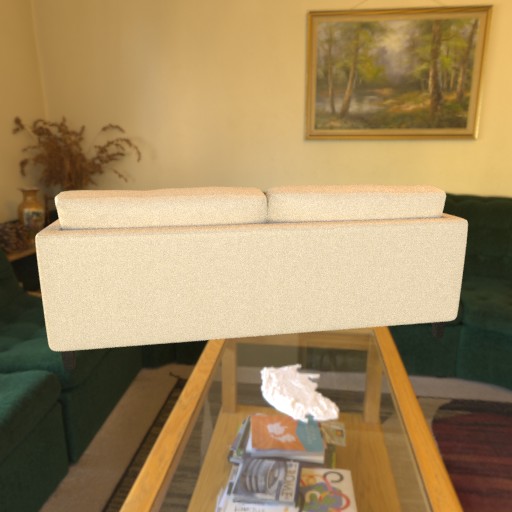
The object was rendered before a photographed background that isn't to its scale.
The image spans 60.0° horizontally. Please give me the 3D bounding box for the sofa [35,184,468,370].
[{"bbox_3d":[0.000,0.000,2.917,2.434,0.965,0.948,-3,15,-10],"label":"sofa"}]
